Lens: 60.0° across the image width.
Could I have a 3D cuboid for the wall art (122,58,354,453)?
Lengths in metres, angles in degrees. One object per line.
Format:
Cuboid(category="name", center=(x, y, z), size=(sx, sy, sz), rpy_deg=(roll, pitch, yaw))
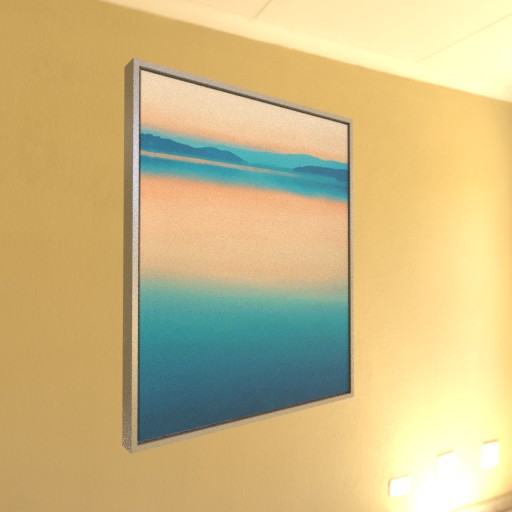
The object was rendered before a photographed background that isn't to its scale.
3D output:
Cuboid(category="wall art", center=(0.000, 0.000, 0.767), size=(0.453, 0.554, 0.037), rpy_deg=(1, -1, -36))
